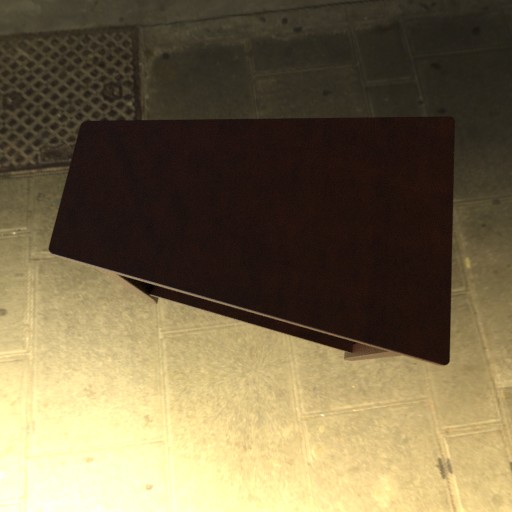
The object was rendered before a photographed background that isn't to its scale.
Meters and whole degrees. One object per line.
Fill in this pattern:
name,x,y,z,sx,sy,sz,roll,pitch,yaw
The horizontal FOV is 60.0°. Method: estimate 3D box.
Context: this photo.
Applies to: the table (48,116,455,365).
table,0.000,0.000,0.970,0.605,0.589,0.399,7,76,2
